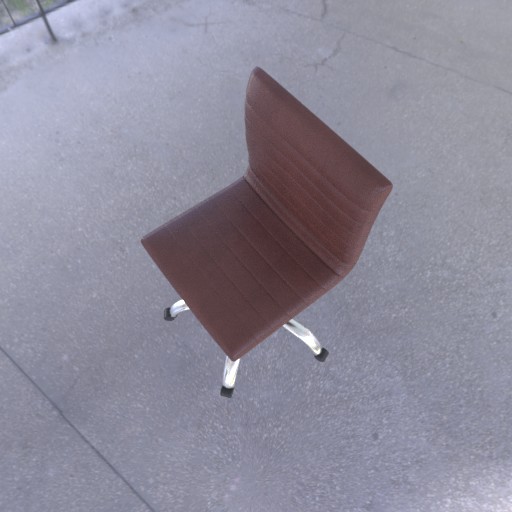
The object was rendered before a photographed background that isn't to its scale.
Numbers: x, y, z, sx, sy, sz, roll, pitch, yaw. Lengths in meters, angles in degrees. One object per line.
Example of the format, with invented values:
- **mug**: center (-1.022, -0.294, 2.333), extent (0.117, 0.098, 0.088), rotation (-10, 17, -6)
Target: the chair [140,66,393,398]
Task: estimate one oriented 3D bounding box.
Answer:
- **chair**: center (0.000, 0.000, 1.148), extent (0.530, 0.780, 0.556), rotation (-35, 68, -16)
